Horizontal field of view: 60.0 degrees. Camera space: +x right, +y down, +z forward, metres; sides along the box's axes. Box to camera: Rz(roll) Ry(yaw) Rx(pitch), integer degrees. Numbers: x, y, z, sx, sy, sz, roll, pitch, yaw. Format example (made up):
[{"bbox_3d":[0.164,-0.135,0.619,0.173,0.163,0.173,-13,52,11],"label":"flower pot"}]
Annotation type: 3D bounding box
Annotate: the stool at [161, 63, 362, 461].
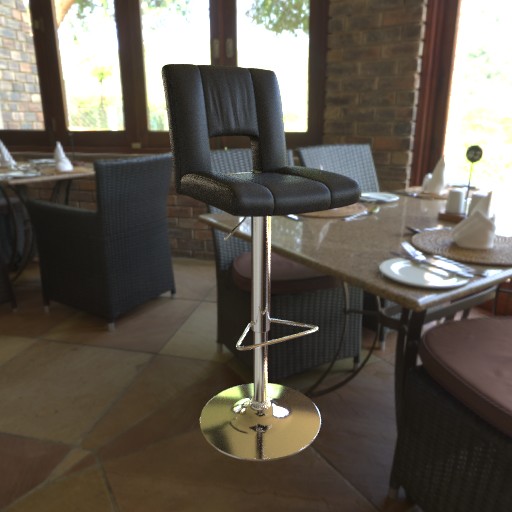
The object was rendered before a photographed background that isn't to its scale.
[{"bbox_3d":[0.000,0.000,1.391,0.415,1.151,0.520,-9,19,-27],"label":"stool"}]
